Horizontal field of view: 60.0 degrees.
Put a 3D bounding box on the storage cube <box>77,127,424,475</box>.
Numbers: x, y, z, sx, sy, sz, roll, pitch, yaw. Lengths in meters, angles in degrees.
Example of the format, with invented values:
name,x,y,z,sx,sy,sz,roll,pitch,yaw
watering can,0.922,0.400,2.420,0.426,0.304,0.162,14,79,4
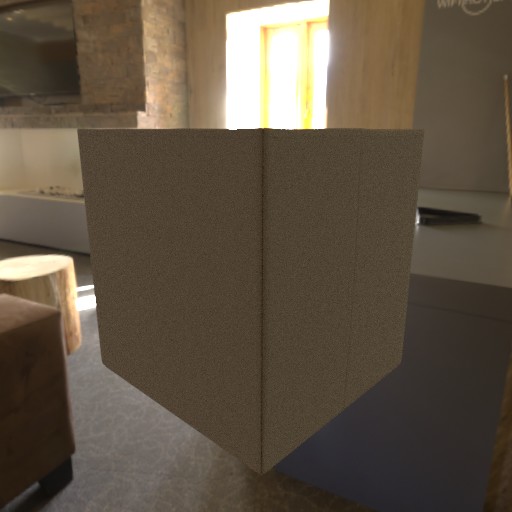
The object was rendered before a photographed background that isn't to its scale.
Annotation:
name,x,y,z,sx,sy,sz,roll,pitch,yaw
storage cube,0.000,0.000,0.506,0.270,0.280,0.270,14,21,41
